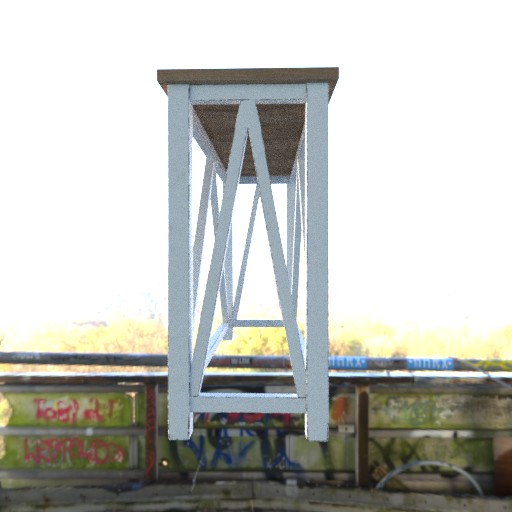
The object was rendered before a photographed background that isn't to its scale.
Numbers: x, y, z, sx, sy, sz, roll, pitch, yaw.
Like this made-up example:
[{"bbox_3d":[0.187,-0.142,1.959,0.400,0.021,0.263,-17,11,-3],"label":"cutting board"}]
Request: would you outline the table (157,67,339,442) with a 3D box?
[{"bbox_3d":[0.000,0.000,1.790,0.450,0.930,1.400,0,0,2],"label":"table"}]
